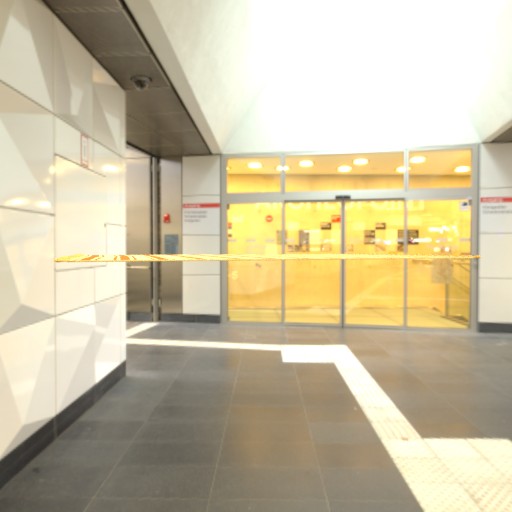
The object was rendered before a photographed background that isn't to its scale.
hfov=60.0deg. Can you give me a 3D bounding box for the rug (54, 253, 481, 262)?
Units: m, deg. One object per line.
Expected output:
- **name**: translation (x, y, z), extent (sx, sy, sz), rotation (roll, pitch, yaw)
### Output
- **rug**: translation (0.000, 0.000, 3.080), extent (2.433, 0.022, 1.556), rotation (0, 1, -18)
